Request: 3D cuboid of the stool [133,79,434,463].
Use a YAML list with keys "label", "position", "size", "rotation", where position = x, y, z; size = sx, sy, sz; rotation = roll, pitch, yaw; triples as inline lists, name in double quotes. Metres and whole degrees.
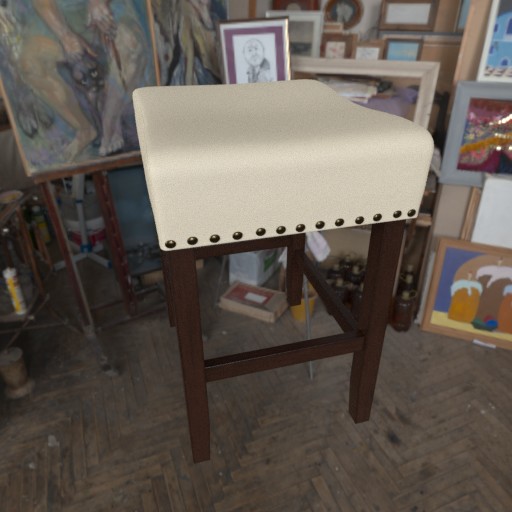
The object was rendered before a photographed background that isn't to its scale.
- label: "stool"
  position: [0.000, 0.000, 0.910]
  size: [0.401, 0.609, 0.471]
  rotation: [-8, 32, -13]
